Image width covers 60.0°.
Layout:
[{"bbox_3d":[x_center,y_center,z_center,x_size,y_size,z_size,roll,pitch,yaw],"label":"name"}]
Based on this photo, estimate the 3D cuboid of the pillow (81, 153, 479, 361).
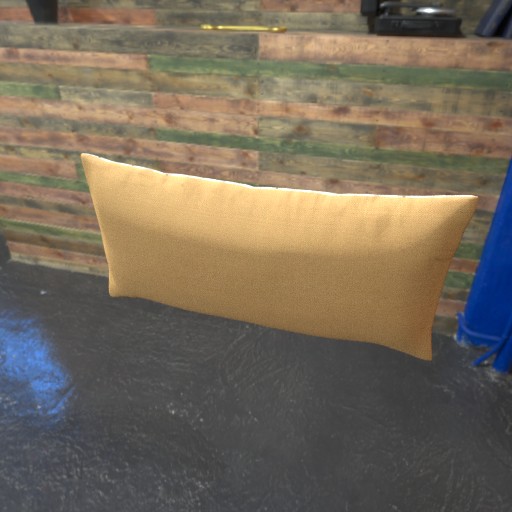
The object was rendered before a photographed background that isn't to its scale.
[{"bbox_3d":[0.000,0.000,0.730,0.608,0.291,0.151,9,32,15],"label":"pillow"}]
